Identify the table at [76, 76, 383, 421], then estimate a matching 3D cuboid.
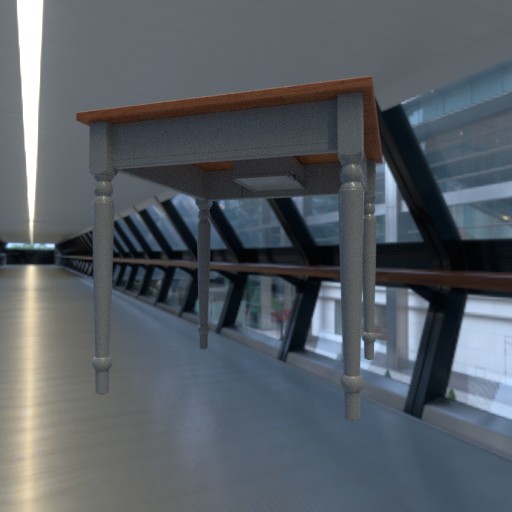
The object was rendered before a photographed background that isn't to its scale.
[{"bbox_3d":[0.000,0.000,1.390,0.747,0.738,0.747,0,-1,18],"label":"table"}]
